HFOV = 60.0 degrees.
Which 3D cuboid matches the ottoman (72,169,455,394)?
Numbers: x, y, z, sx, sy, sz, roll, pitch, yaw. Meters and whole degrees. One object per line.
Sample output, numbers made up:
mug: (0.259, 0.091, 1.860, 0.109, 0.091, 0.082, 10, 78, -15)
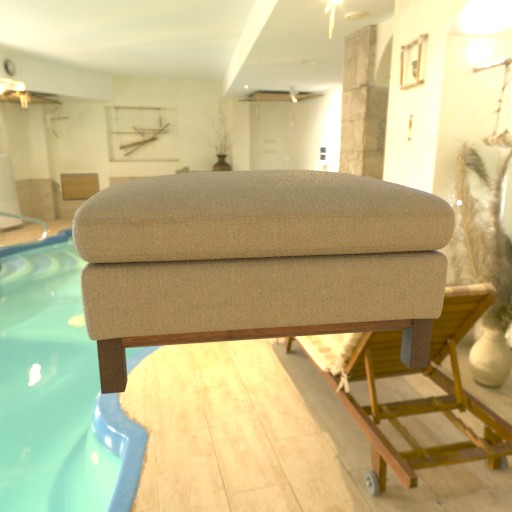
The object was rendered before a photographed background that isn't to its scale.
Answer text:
ottoman: (0.000, 0.000, 1.069, 0.735, 0.404, 0.528, -2, 14, -9)
